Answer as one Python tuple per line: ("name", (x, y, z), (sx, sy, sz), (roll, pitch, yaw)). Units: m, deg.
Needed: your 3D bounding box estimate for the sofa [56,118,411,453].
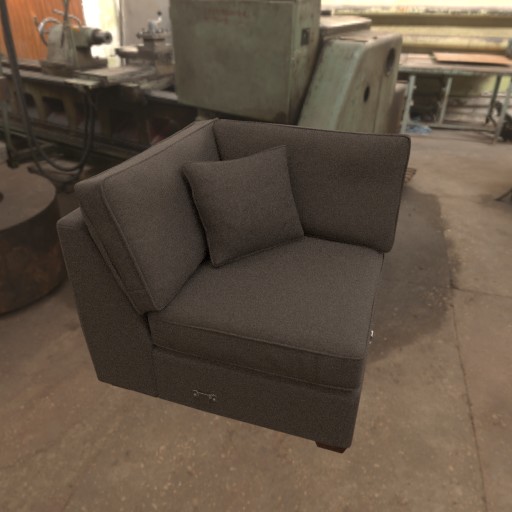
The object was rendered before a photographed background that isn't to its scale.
("sofa", (0.000, 0.000, 1.956), (1.146, 1.002, 1.084), (9, 32, 15))
